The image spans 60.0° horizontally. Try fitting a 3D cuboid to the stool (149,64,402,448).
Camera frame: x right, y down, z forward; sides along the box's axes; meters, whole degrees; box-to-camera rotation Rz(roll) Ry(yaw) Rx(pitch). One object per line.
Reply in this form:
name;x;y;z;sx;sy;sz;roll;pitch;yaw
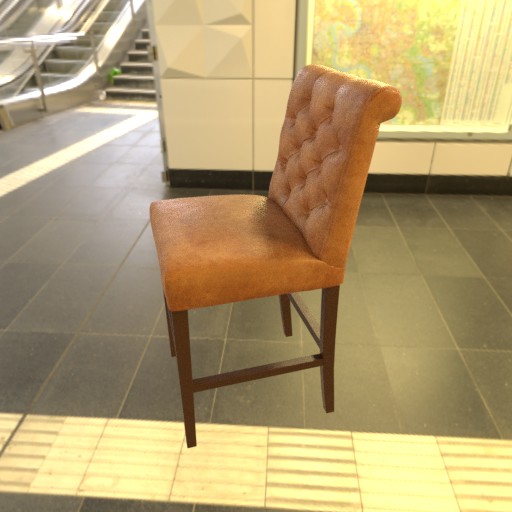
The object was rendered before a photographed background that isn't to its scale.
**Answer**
stool;0.000;0.000;1.379;0.601;1.047;0.493;-8;30;-14
